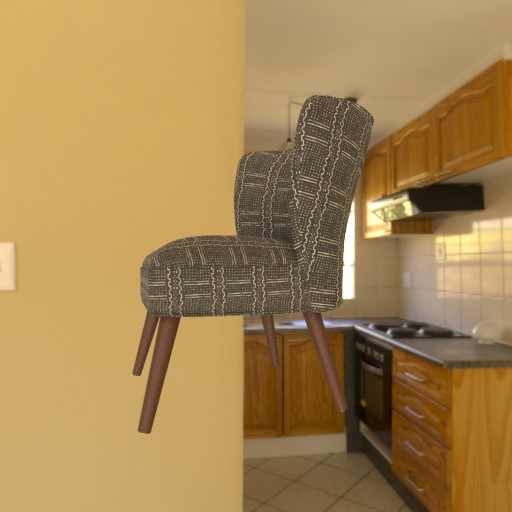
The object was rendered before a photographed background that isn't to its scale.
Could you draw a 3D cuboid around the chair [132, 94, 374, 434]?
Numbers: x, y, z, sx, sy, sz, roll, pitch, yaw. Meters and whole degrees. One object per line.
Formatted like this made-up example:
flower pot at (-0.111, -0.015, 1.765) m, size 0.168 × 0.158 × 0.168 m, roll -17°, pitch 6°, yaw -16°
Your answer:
chair at (0.000, 0.000, 1.441) m, size 0.758 × 0.866 × 0.710 m, roll 0°, pitch -1°, yaw -17°
